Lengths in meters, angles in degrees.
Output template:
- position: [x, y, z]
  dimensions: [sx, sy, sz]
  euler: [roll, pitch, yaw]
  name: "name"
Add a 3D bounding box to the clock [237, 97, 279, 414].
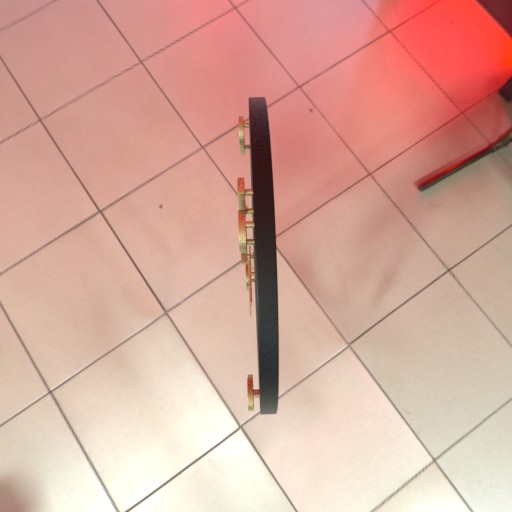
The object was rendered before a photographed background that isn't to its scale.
- position: [0.000, 0.000, 0.673]
  dimensions: [0.038, 0.454, 0.454]
  euler: [-2, 76, -1]
  name: "clock"
